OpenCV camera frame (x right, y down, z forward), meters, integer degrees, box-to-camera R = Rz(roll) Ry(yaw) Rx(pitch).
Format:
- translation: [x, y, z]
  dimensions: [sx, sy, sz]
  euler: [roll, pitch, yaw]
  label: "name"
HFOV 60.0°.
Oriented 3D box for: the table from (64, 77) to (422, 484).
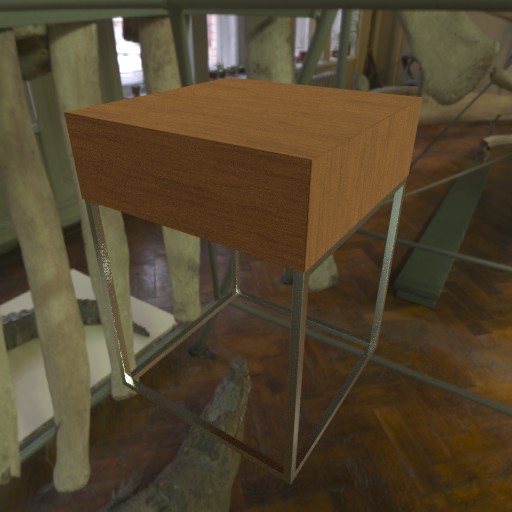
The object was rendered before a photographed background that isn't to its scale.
- translation: [0.000, 0.000, 0.819]
  dimensions: [0.397, 0.540, 0.398]
  euler: [18, 35, 29]
  label: "table"
